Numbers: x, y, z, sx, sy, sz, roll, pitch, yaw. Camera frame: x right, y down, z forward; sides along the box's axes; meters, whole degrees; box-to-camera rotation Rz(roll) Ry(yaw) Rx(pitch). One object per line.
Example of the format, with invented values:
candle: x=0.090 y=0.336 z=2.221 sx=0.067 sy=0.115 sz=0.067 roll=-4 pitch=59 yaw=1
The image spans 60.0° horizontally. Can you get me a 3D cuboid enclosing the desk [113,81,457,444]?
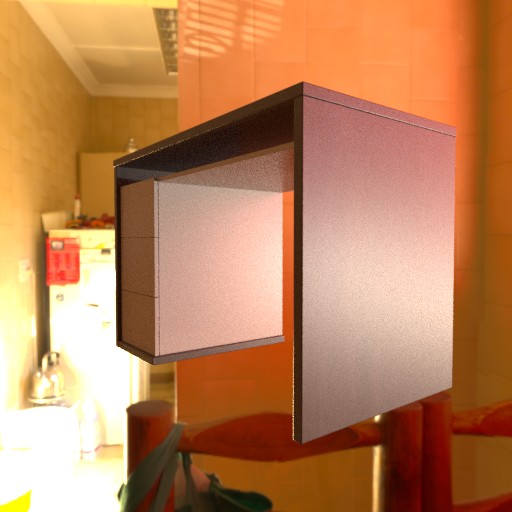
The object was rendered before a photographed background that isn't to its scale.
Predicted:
desk: x=0.000 y=0.000 z=1.530 sx=0.600 sy=0.750 sz=1.100 roll=-1 pitch=2 yaw=-37
